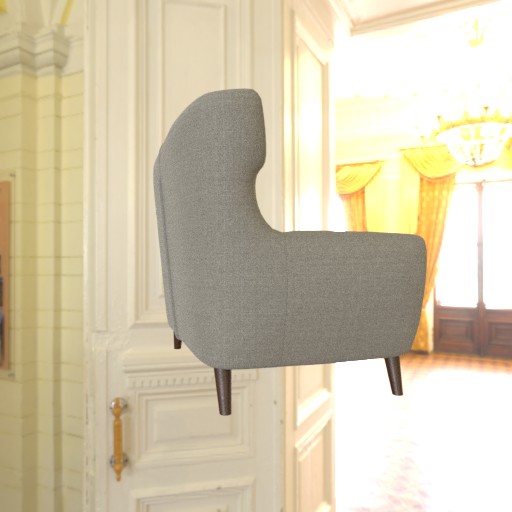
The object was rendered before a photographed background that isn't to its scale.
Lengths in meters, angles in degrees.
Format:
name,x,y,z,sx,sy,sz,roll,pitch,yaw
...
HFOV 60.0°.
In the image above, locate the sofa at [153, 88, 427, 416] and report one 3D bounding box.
name,x,y,z,sx,sy,sz,roll,pitch,yaw
sofa,0.000,0.000,2.047,0.884,1.028,1.386,0,0,-18
